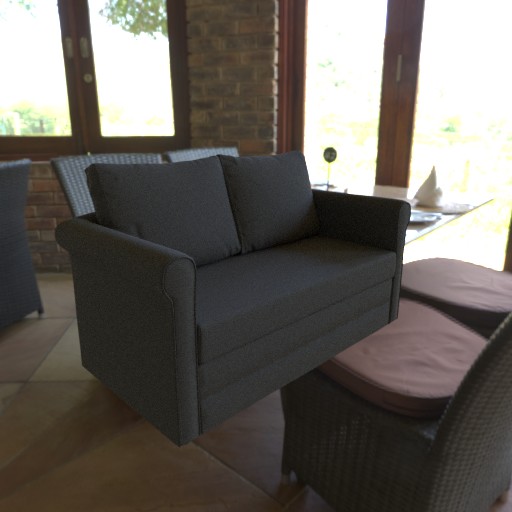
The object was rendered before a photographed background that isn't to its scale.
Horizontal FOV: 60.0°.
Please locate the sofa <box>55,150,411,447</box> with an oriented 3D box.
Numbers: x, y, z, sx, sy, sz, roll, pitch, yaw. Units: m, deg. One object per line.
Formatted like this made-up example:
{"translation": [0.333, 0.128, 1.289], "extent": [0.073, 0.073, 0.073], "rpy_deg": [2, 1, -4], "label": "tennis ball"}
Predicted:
{"translation": [0.000, 0.000, 1.996], "extent": [1.460, 0.872, 0.741], "rpy_deg": [-16, 22, -42], "label": "sofa"}
